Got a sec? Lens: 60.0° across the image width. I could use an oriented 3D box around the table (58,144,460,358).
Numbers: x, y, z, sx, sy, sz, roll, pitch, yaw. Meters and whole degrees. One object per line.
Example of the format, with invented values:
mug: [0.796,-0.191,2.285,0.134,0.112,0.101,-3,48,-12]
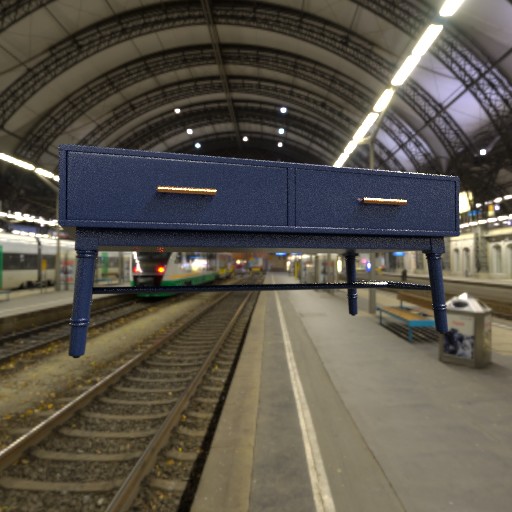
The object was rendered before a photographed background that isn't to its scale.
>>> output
table: [0.000,0.000,1.353,1.067,0.457,0.572,0,-1,-20]
